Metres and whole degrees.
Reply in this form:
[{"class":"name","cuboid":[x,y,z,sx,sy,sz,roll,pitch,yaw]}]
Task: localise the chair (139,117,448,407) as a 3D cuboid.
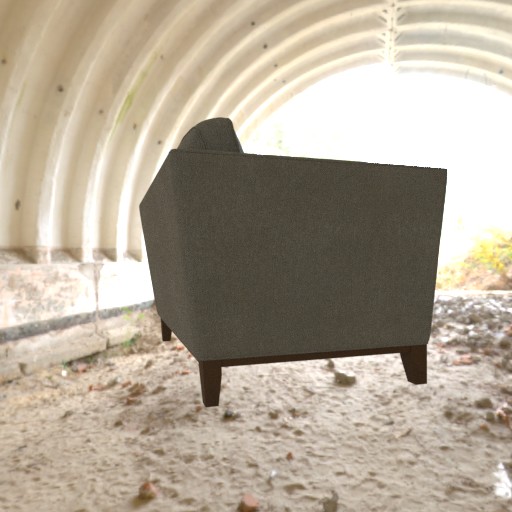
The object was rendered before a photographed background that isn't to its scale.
[{"class":"chair","cuboid":[0.000,0.000,2.050,0.965,0.942,1.396,0,0,-18]}]
